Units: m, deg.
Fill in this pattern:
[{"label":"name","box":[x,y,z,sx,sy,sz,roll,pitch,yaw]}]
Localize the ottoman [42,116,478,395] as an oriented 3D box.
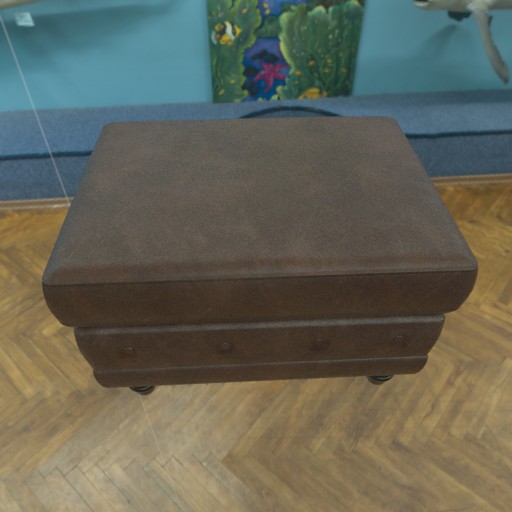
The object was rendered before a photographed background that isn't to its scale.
[{"label":"ottoman","box":[0.000,0.000,1.136,0.795,0.509,0.588,-2,44,-2]}]
